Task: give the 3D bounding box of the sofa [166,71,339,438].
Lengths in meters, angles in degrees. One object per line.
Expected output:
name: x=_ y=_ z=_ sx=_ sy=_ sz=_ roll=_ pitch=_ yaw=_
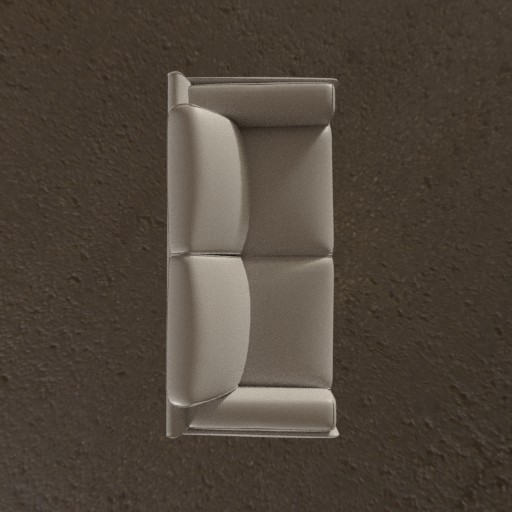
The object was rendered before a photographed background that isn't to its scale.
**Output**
sofa: x=0.000 y=0.000 z=2.674 sx=1.049 sy=0.930 sz=2.101 roll=0 pitch=89 yaw=0
